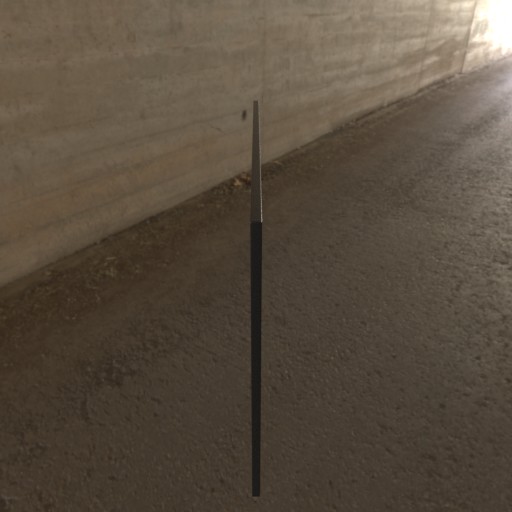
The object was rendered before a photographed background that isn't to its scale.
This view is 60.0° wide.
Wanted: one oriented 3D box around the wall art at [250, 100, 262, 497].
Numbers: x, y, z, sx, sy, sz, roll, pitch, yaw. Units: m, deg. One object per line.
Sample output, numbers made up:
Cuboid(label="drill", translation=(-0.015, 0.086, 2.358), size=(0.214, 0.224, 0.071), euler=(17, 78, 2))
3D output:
Cuboid(label="wall art", translation=(0.000, 0.000, 1.033), size=(0.015, 0.552, 0.819), euler=(0, 29, 0))
